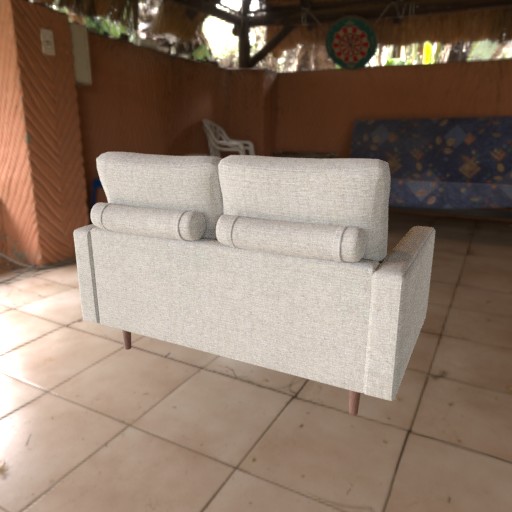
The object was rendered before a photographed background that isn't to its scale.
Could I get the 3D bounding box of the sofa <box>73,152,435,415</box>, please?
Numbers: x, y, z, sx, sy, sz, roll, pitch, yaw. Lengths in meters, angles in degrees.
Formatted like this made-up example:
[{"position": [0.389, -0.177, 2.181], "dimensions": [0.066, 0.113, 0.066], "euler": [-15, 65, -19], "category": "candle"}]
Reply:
[{"position": [0.000, 0.000, 1.978], "dimensions": [1.407, 0.907, 0.842], "euler": [8, 18, 26], "category": "sofa"}]
